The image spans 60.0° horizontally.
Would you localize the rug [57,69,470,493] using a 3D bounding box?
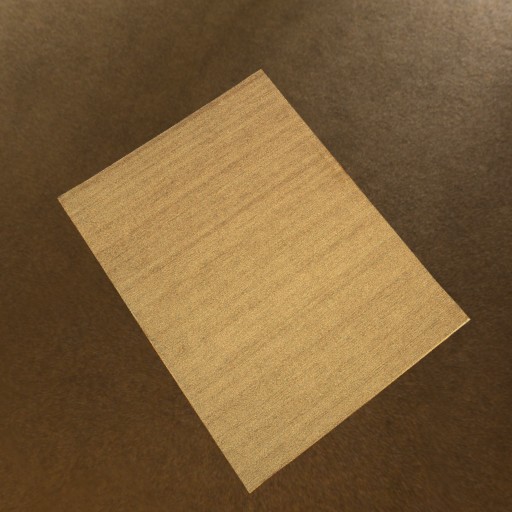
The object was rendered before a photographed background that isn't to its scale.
[{"bbox_3d":[0.000,0.000,4.107,2.434,0.045,3.202,-35,78,-8],"label":"rug"}]
